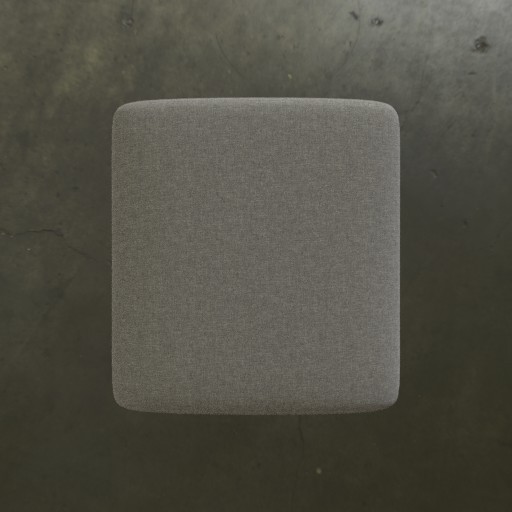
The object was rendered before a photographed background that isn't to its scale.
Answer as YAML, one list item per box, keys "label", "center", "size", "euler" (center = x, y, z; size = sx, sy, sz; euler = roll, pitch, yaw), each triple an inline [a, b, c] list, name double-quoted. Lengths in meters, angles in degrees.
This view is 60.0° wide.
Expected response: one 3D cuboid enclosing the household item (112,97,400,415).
- label: "household item"
  center: [0.000, 0.000, 0.890]
  size: [0.530, 0.410, 0.530]
  euler: [0, 90, 0]
